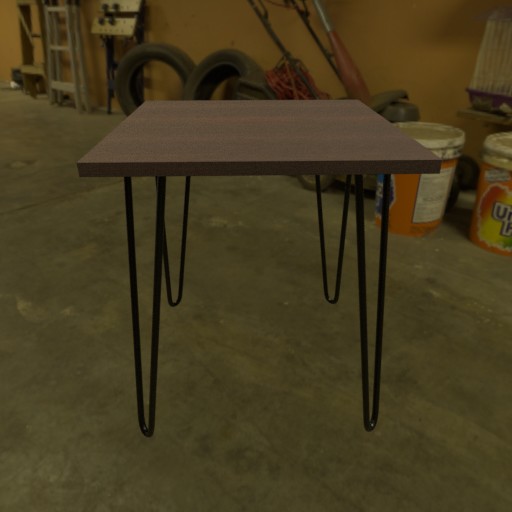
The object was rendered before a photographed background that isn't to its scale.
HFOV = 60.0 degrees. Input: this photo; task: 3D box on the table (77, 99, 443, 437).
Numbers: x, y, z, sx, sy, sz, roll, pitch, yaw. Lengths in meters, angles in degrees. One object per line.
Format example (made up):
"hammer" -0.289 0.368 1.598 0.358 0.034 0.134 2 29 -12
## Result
"table" 0.000 0.000 0.949 0.495 0.559 0.495 -1 28 -2
